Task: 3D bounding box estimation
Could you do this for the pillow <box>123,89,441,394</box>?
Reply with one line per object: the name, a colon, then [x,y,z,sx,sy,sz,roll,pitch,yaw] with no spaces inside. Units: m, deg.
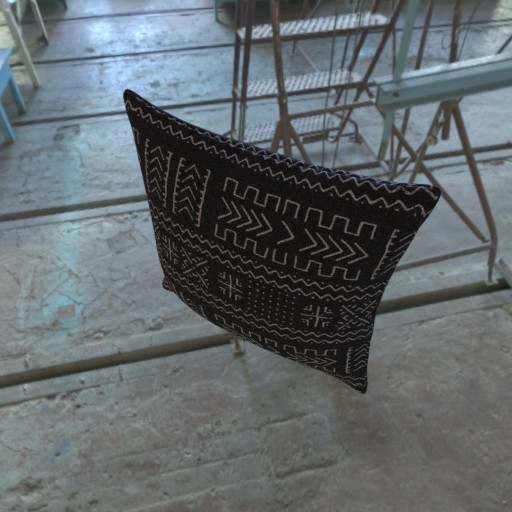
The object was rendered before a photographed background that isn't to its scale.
pillow: [0.000,0.000,0.675,0.438,0.430,0.164,24,51,21]
